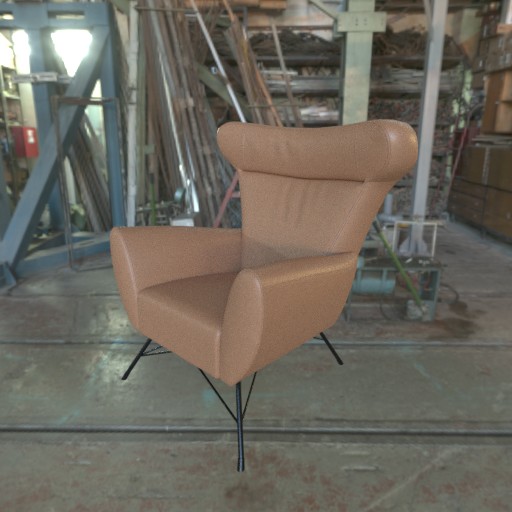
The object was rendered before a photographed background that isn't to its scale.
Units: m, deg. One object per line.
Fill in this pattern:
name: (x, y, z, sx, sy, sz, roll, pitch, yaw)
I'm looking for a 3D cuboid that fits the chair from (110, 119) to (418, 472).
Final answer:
chair: (0.000, 0.000, 1.786, 0.900, 1.050, 0.980, -15, 22, -42)
